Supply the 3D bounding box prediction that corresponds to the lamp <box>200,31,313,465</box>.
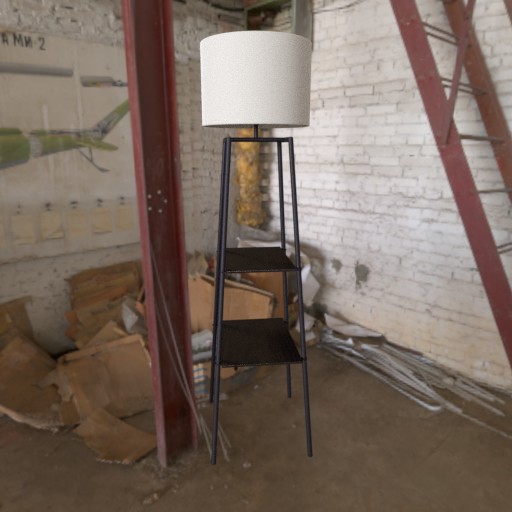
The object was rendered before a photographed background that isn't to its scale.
[{"bbox_3d":[0.000,0.000,1.677,0.384,1.474,0.427,-2,14,-7],"label":"lamp"}]
